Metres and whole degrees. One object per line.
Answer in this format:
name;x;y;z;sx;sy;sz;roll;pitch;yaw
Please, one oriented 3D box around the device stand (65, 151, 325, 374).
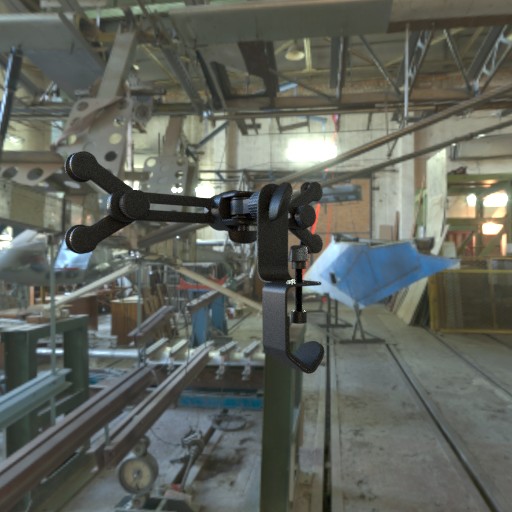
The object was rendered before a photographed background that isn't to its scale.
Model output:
device stand;0.000;0.000;0.372;0.270;0.166;0.142;0;0;-36
